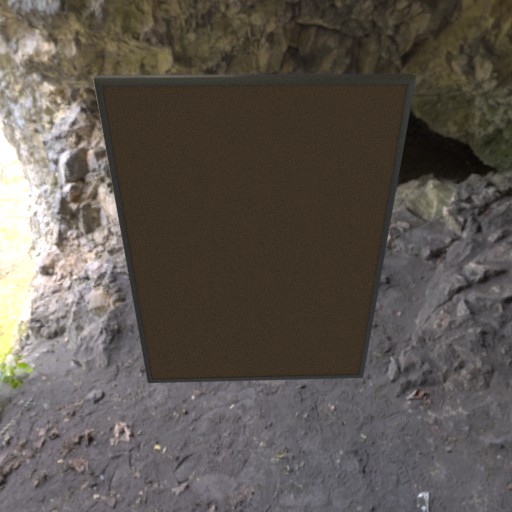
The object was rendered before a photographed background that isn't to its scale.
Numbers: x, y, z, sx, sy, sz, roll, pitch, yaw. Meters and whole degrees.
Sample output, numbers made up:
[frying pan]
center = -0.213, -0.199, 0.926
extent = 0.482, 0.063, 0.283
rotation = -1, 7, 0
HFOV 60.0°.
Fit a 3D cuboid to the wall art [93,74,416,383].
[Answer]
[wall art]
center = 0.000, 0.000, 1.393
extent = 0.803, 1.062, 0.041
rotation = -1, 31, -2
